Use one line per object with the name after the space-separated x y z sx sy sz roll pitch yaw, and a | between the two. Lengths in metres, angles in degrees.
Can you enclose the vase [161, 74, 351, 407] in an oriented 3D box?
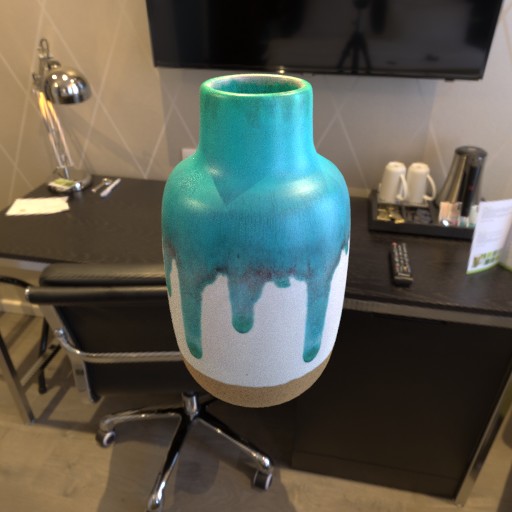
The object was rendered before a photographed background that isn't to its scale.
0.000 0.000 0.259 0.106 0.192 0.106 0 32 0 | vase
